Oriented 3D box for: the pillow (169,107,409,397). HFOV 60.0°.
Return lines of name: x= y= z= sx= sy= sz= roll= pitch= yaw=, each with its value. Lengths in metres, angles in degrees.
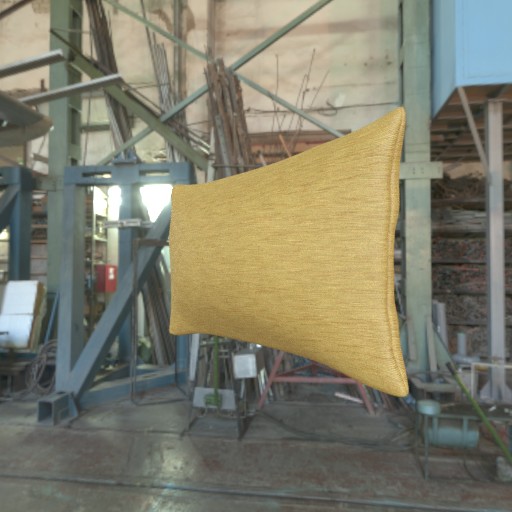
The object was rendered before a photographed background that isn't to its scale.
pillow: x=0.000 y=0.000 z=0.794 sx=0.210 sy=0.354 sz=0.634 roll=1 pitch=-2 yaw=-36
